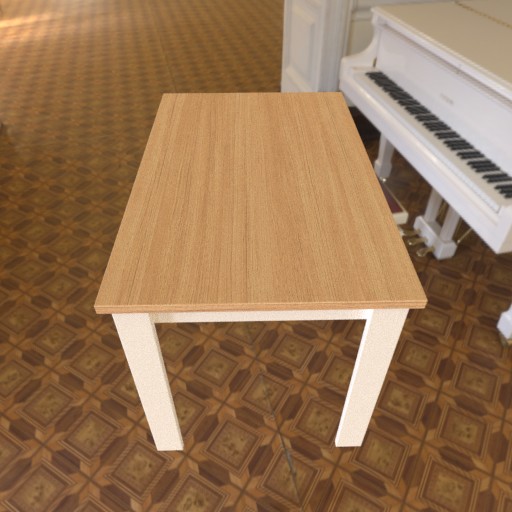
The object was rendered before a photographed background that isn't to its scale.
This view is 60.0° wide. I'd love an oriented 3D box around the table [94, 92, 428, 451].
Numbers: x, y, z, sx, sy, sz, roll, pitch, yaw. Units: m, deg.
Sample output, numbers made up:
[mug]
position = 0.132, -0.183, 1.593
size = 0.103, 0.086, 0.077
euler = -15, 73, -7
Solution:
[table]
position = 0.000, 0.000, 1.581
size = 0.700, 0.734, 1.100
euler = -1, 42, -1
